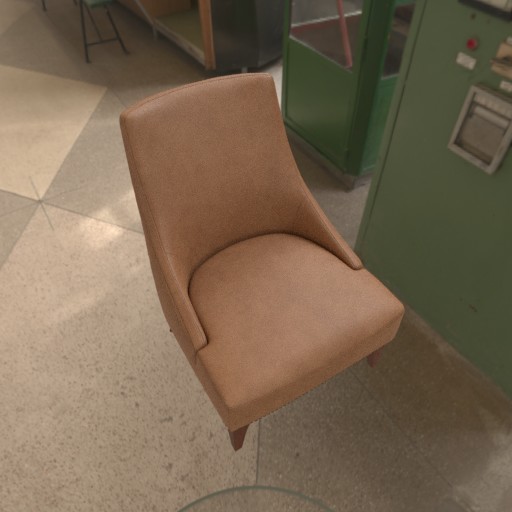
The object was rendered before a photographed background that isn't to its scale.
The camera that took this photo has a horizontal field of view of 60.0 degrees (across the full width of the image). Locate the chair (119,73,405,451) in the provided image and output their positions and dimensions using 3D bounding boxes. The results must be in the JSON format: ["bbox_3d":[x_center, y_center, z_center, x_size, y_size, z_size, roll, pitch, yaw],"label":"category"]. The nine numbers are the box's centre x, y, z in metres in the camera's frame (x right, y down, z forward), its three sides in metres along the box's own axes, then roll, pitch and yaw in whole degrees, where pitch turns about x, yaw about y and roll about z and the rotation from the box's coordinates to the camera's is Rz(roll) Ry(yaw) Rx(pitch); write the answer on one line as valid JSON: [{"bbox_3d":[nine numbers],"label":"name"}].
[{"bbox_3d":[0.000,0.000,1.545,0.701,0.909,0.861,-24,51,-21],"label":"chair"}]
